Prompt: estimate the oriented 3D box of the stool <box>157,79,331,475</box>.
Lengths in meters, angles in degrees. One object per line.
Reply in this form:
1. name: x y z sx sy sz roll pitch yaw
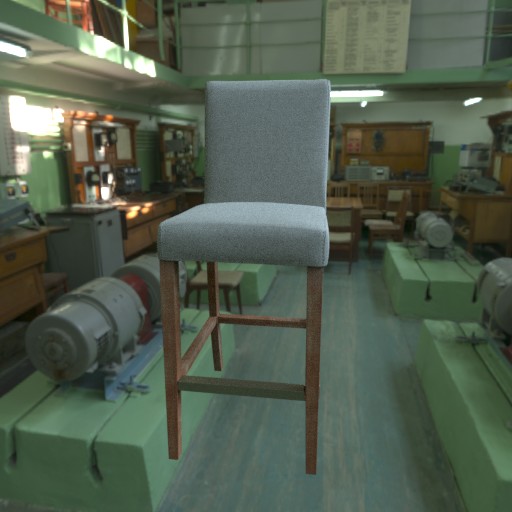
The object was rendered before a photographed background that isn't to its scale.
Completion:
1. stool: 0.000 0.000 1.375 0.439 1.088 0.570 2 14 8
